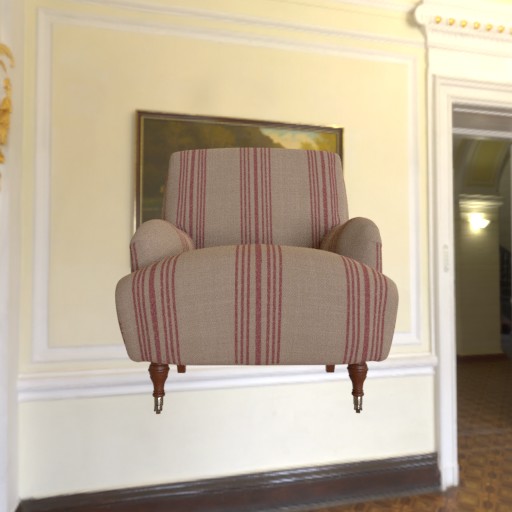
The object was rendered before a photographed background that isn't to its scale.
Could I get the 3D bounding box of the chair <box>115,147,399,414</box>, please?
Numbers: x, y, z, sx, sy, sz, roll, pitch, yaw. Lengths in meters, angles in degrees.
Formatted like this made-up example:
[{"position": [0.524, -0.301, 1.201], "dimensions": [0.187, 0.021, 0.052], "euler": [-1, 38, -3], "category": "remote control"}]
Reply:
[{"position": [0.000, 0.000, 1.870], "dimensions": [0.933, 1.123, 1.058], "euler": [0, -1, -1], "category": "chair"}]
